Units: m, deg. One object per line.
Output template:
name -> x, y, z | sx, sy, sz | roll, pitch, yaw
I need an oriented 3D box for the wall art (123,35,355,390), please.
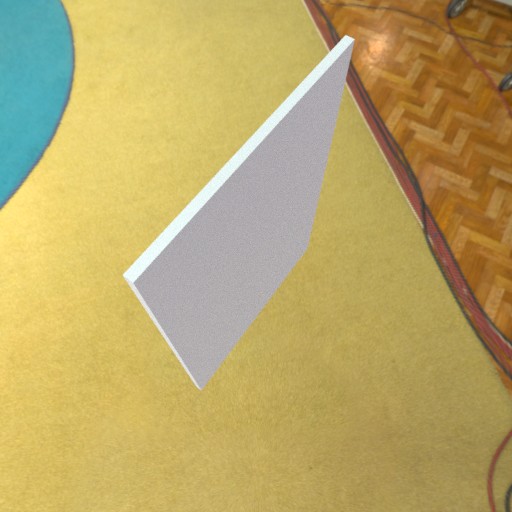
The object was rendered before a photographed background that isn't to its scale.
wall art -> 0.000, 0.000, 0.690 | 0.013, 0.533, 0.381 | 33, 68, 15
